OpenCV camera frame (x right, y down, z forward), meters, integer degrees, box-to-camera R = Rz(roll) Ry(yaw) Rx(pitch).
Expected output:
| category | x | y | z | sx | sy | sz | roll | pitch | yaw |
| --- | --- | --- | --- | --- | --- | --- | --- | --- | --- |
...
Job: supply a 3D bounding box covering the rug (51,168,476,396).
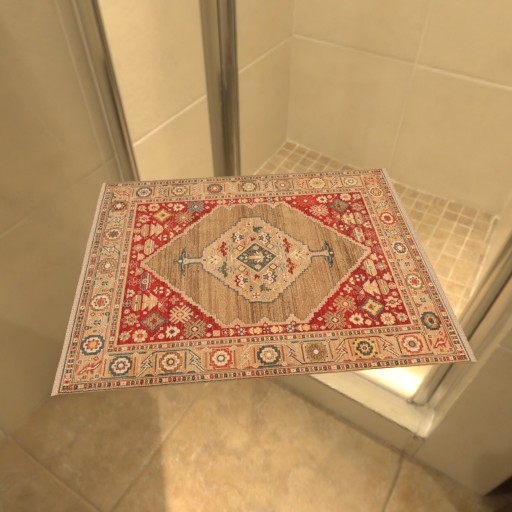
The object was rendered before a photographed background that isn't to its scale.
| category | x | y | z | sx | sy | sz | roll | pitch | yaw |
| --- | --- | --- | --- | --- | --- | --- | --- | --- | --- |
| rug | 0.000 | 0.000 | 4.069 | 3.143 | 0.008 | 2.451 | -4 | 47 | -3 |
